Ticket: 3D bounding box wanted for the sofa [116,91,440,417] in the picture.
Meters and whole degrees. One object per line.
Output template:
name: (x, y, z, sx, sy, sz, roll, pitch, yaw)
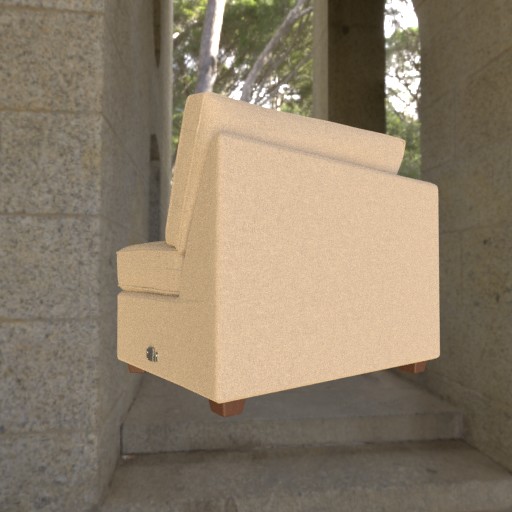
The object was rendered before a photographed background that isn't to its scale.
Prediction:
sofa: (0.000, 0.000, 1.871, 1.042, 0.937, 1.050, 1, -2, -36)
